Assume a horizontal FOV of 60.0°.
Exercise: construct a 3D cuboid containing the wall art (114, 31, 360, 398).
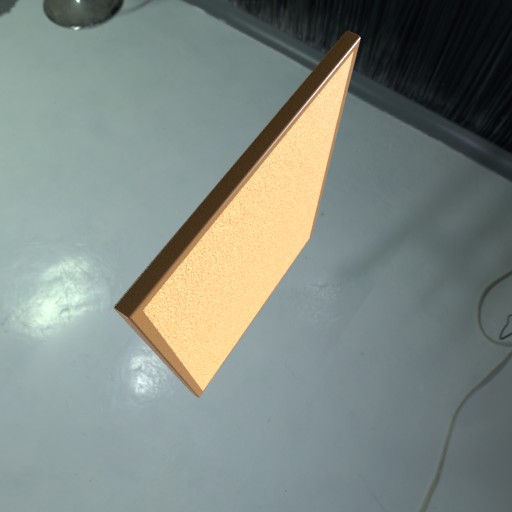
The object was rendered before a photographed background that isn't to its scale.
[{"bbox_3d":[0.000,0.000,0.508,0.015,0.379,0.310,31,69,14],"label":"wall art"}]
